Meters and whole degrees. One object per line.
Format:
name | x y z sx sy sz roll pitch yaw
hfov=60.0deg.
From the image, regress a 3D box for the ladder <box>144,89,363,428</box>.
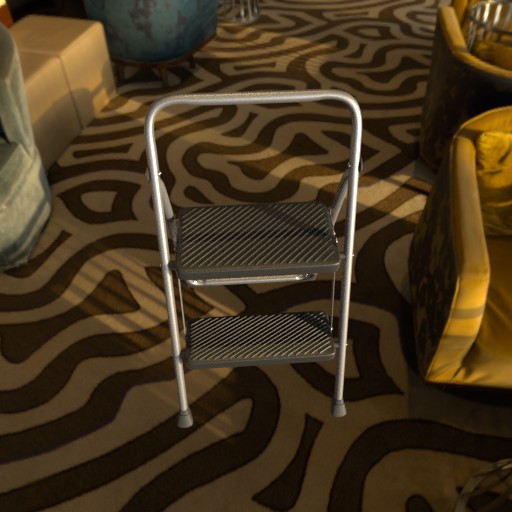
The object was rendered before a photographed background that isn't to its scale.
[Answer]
ladder | 0.000 0.000 1.013 0.430 0.720 0.472 -3 47 -3
